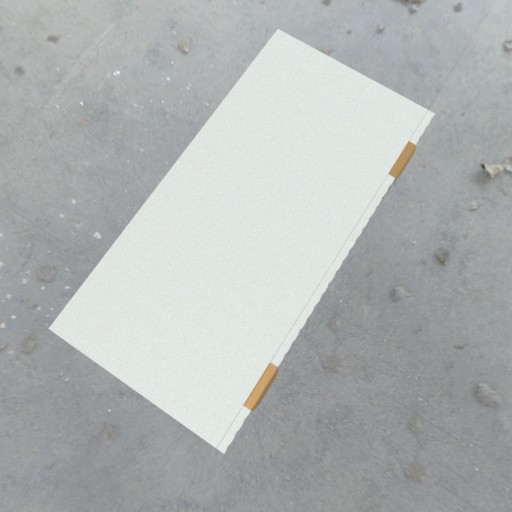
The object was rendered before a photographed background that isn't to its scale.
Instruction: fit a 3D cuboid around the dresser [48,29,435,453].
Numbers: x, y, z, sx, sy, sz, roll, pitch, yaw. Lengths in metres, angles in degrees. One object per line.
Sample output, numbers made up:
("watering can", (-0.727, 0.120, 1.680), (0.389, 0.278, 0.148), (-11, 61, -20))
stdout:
("dresser", (0.000, 0.000, 1.349), (0.457, 0.721, 0.905), (32, 77, 8))
